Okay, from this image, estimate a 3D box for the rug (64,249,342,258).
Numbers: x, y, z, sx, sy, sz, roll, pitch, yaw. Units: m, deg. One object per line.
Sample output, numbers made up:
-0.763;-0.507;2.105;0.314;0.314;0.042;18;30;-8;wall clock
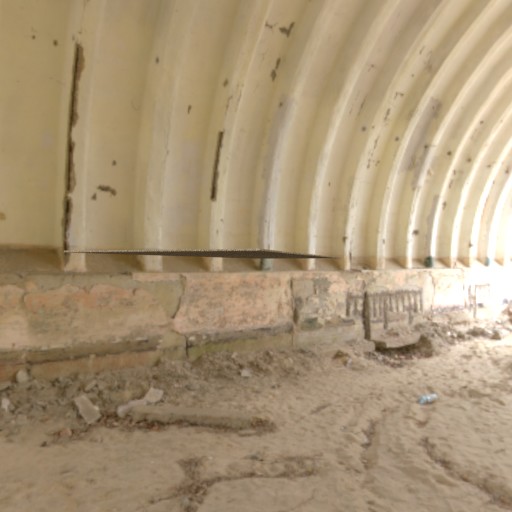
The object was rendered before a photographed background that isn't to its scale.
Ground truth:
0.000;0.000;2.726;0.783;0.006;2.438;0;-1;17;rug
